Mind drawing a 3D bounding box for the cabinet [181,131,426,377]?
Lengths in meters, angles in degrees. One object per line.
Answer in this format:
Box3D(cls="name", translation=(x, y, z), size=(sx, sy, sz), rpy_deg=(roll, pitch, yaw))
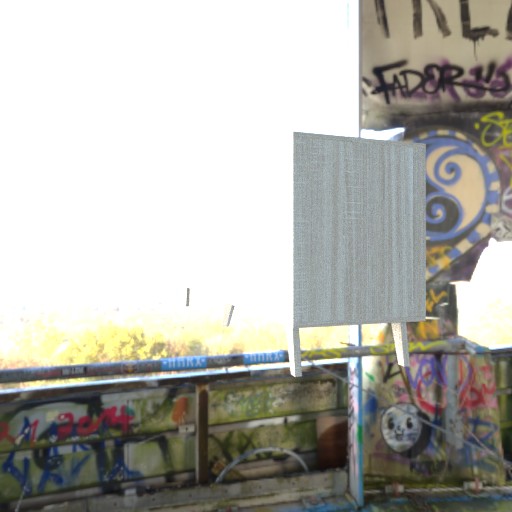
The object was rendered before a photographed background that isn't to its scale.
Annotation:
Box3D(cls="cabinet", translation=(0.000, 0.000, 2.499), size=(0.500, 0.780, 2.200), rpy_deg=(0, 0, -19))
